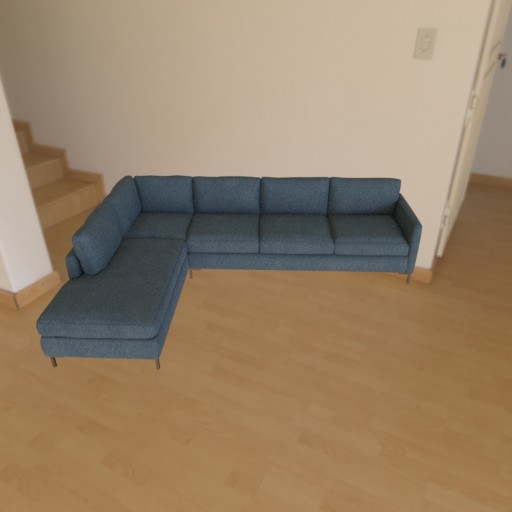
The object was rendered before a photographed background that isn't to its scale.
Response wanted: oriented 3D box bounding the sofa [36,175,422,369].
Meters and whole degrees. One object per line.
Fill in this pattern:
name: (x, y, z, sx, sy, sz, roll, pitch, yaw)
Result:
sofa: (0.000, 0.000, 3.799, 2.949, 0.815, 2.007, 1, 30, 2)
